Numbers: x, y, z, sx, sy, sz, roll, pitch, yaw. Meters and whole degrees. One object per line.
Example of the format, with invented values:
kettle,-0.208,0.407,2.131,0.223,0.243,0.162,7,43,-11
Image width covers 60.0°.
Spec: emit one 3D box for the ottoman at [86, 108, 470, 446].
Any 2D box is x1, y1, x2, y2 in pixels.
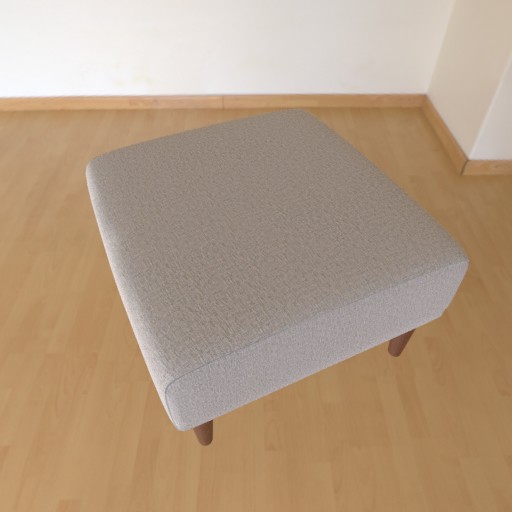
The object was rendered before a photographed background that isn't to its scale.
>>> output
ottoman,0.000,0.000,1.068,0.648,0.399,0.655,-19,49,-17
